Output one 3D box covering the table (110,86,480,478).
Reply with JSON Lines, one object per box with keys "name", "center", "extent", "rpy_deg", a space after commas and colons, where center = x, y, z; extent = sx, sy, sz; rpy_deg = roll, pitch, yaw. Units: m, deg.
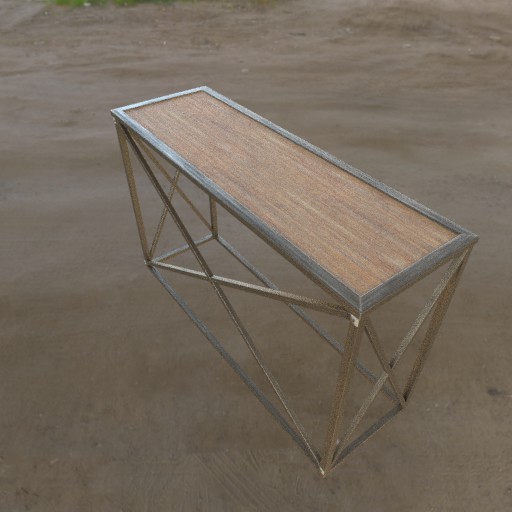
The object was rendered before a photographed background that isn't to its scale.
{"name": "table", "center": [0.000, 0.000, 1.561], "extent": [0.402, 0.753, 1.216], "rpy_deg": [-26, 47, -27]}
